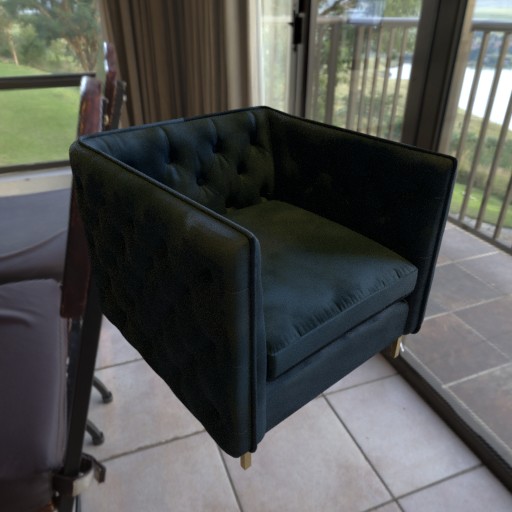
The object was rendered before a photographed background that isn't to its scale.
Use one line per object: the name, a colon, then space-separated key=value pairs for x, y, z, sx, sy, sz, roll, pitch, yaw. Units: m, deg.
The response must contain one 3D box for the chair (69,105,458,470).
chair: x=0.000 y=0.000 z=1.491 sx=0.868 sy=0.771 sz=0.877 roll=-23 pitch=37 yaw=-34
